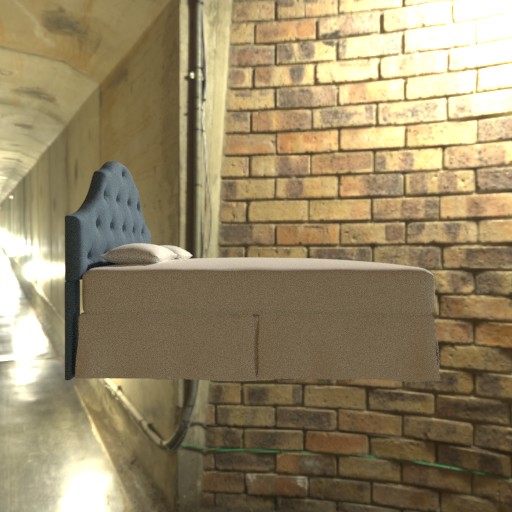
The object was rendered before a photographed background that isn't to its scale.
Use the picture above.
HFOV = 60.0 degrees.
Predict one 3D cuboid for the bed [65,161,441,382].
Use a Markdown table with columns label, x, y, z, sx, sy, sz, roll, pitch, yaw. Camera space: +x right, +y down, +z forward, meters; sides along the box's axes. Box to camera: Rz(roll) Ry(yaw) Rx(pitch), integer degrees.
| label | x | y | z | sx | sy | sz | roll | pitch | yaw |
| --- | --- | --- | --- | --- | --- | --- | --- | --- | --- |
| bed | 0.000 | 0.000 | 3.846 | 2.477 | 1.617 | 2.039 | 0 | 0 | 0 |
